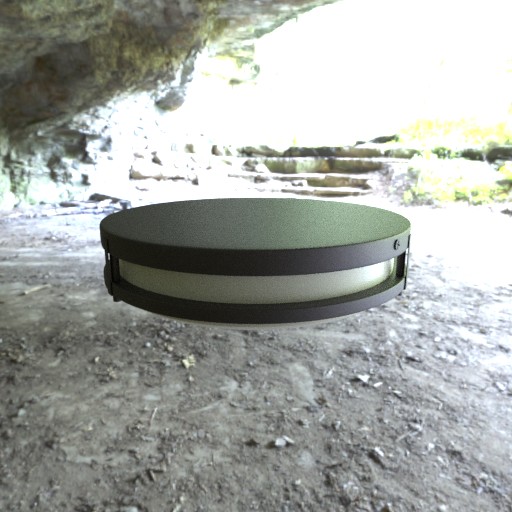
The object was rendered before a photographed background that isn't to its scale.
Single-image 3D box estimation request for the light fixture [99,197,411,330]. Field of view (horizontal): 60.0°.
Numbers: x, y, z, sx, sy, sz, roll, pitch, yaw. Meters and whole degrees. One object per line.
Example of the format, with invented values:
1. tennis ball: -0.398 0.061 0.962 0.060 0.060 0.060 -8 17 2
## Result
1. light fixture: 0.000 0.000 0.543 0.356 0.102 0.356 0 14 0
